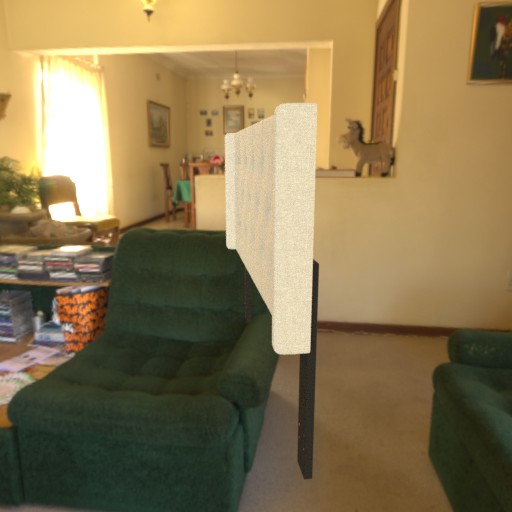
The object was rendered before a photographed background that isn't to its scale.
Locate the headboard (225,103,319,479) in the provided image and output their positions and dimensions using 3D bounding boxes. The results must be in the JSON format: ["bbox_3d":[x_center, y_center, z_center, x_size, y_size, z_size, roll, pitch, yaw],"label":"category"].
[{"bbox_3d":[0.000,0.000,2.660,0.184,1.524,2.051,-2,13,-9],"label":"headboard"}]
